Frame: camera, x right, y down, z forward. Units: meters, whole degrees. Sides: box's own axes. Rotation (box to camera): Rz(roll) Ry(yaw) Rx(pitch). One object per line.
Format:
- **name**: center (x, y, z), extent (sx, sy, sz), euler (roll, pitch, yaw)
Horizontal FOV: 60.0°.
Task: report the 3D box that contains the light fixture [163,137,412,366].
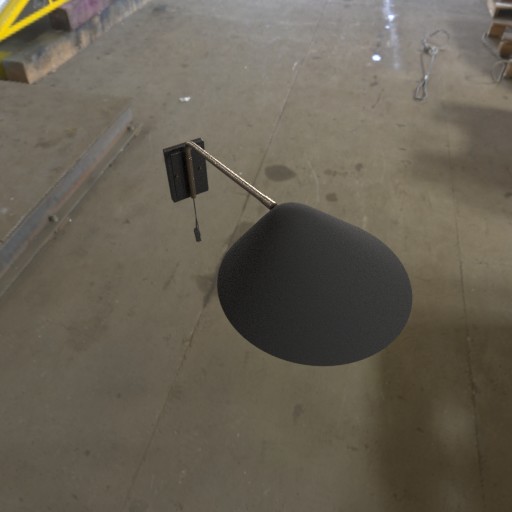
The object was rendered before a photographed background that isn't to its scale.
- **light fixture**: center (0.000, 0.000, 0.692), extent (0.240, 0.312, 0.516), euler (-24, 51, -21)
